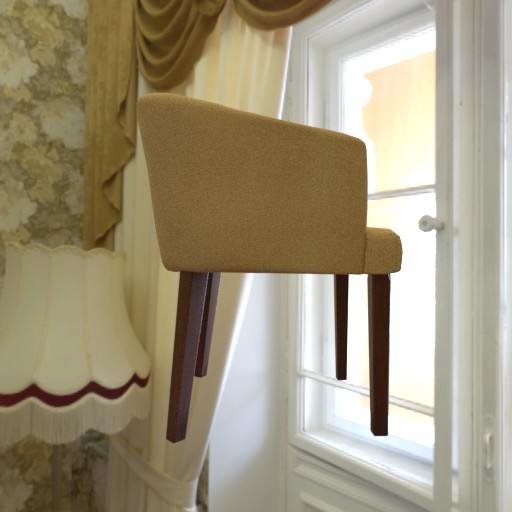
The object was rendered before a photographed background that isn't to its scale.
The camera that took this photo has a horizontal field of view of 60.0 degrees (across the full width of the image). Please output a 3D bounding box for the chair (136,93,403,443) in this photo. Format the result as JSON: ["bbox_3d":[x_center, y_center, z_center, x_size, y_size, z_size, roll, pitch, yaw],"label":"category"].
[{"bbox_3d":[0.000,0.000,1.235,0.655,0.811,0.583,0,0,-1],"label":"chair"}]
